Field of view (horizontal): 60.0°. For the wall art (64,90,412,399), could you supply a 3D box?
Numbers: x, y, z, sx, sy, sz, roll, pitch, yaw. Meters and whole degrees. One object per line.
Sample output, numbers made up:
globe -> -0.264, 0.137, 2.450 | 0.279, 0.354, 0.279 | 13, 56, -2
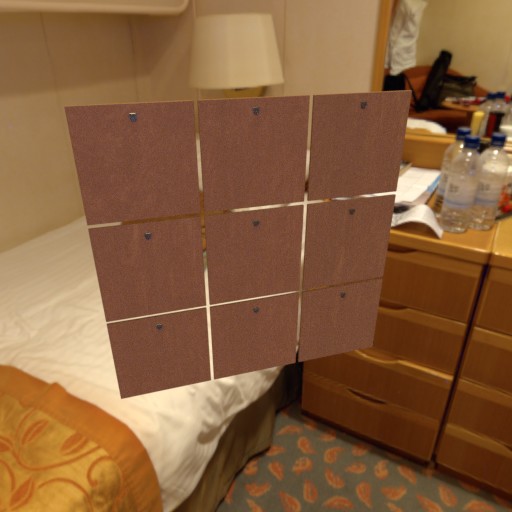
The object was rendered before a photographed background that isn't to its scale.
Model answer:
wall art -> 0.000, 0.000, 2.239 | 1.526, 1.522, 0.023 | -8, 29, -15
